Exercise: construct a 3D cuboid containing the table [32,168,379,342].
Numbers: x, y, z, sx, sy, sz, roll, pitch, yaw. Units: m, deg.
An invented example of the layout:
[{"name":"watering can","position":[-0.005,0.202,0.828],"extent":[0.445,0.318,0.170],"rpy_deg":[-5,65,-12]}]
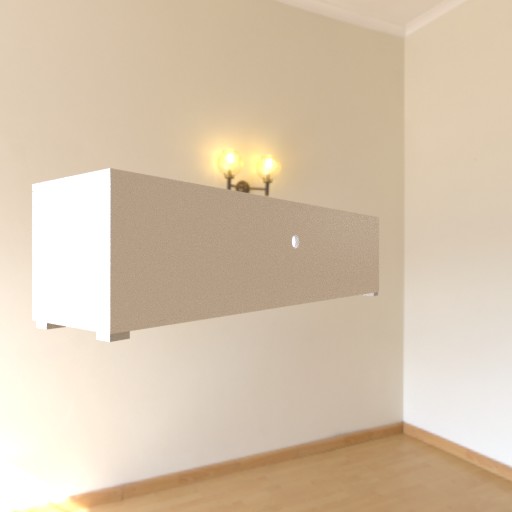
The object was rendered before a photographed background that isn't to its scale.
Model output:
[{"name":"table","position":[0.000,0.000,1.837],"extent":[0.390,0.420,1.650],"rpy_deg":[0,0,38]}]
